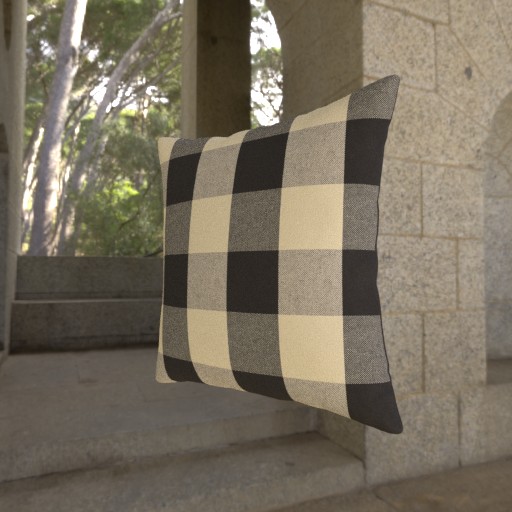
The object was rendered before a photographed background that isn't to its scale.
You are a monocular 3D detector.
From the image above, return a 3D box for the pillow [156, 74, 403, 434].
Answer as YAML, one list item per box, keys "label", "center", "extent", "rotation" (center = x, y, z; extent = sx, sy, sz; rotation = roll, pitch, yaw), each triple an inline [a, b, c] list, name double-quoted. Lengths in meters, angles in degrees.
- label: "pillow"
  center: [0.000, 0.000, 0.775]
  extent: [0.511, 0.509, 0.161]
  rotation: [-2, -3, 37]
